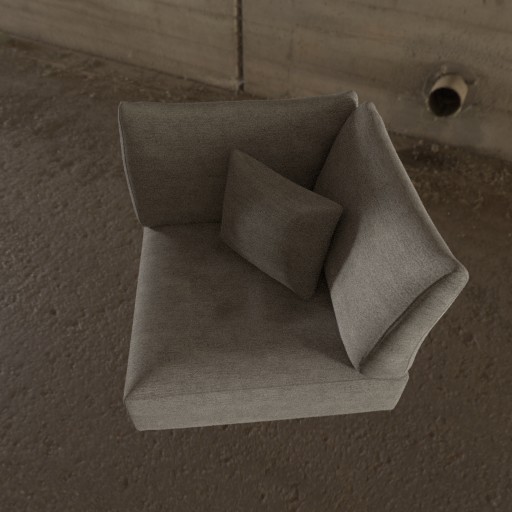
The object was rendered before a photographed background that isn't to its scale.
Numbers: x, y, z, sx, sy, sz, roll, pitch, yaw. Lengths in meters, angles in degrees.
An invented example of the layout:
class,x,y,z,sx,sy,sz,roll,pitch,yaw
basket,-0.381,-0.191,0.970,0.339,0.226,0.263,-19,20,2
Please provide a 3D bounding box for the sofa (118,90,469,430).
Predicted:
class,x,y,z,sx,sy,sz,roll,pitch,yaw
sofa,0.000,0.000,1.683,1.000,0.820,1.000,-4,47,-3
